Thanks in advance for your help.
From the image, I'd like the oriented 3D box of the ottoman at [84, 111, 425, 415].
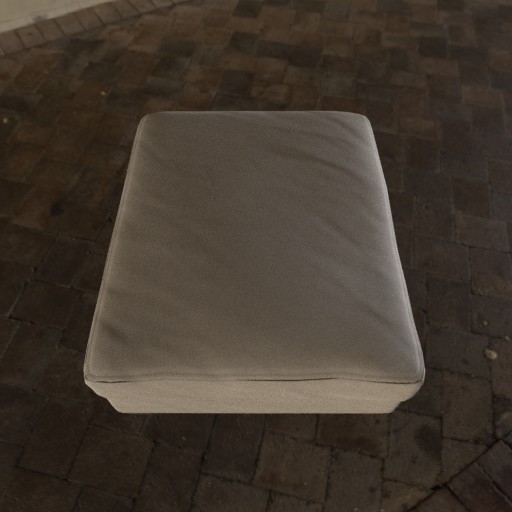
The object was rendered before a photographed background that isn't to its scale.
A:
[{"bbox_3d":[0.000,0.000,1.470,0.836,0.492,1.002,0,55,0],"label":"ottoman"}]
